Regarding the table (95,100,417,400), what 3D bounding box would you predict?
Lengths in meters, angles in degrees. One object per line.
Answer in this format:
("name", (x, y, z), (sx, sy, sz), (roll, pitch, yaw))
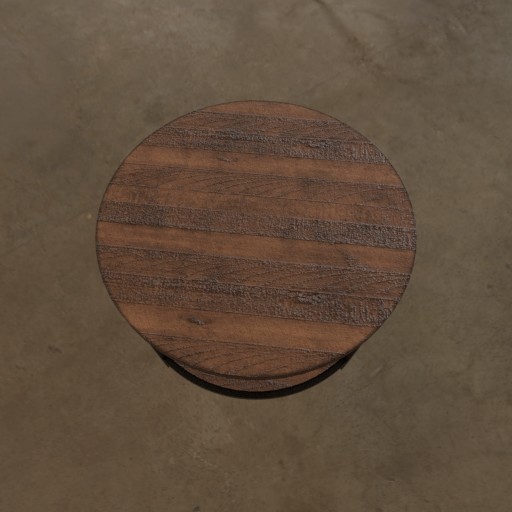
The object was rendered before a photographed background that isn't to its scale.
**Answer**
("table", (0.000, 0.000, 1.375), (0.837, 0.462, 0.837), (0, 63, 0))
